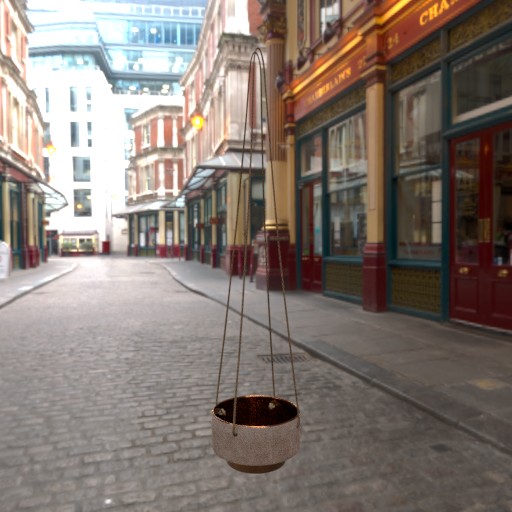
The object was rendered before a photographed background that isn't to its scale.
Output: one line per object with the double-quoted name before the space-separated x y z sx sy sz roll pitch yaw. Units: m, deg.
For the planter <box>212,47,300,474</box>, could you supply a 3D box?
"planter" 0.000 0.000 1.118 0.223 1.030 0.223 0 1 -19
